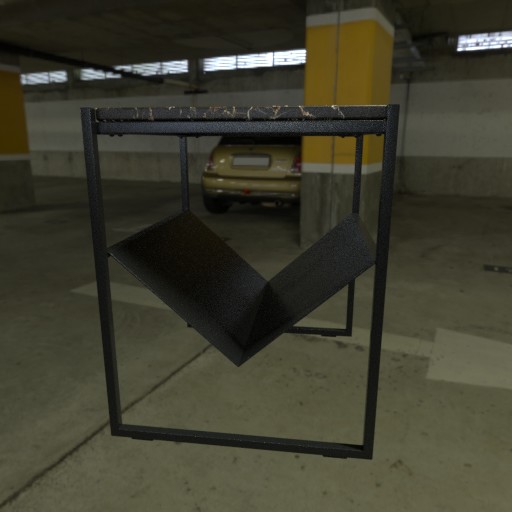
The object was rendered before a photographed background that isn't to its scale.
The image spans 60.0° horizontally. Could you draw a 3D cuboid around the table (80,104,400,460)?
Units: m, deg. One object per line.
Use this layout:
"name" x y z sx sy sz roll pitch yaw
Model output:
"table" 0.000 0.000 0.880 0.432 0.534 0.469 2 15 8
